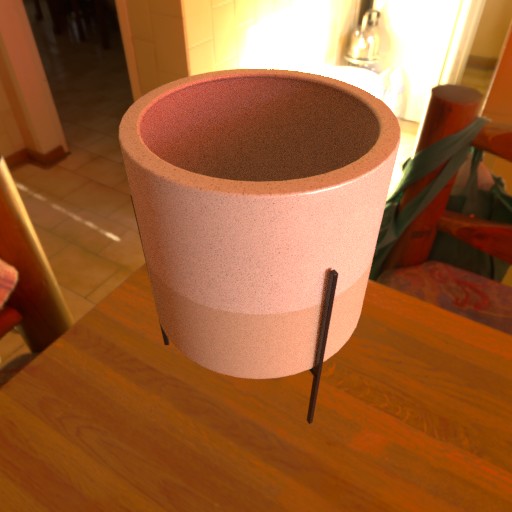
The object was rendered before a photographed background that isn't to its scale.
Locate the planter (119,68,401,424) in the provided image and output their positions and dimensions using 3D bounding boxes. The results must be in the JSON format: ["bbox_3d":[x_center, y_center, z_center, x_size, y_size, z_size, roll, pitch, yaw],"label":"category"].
[{"bbox_3d":[0.000,0.000,0.731,0.368,0.484,0.359,1,42,1],"label":"planter"}]
